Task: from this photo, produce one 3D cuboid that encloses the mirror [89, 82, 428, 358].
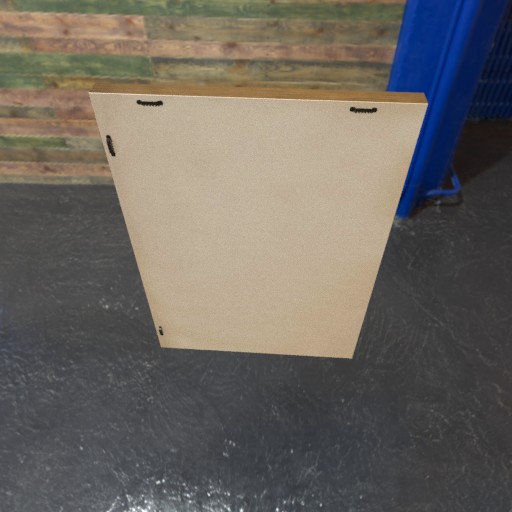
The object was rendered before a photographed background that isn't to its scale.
[{"bbox_3d":[0.000,0.000,0.926,0.508,0.711,0.039,3,46,3],"label":"mirror"}]
